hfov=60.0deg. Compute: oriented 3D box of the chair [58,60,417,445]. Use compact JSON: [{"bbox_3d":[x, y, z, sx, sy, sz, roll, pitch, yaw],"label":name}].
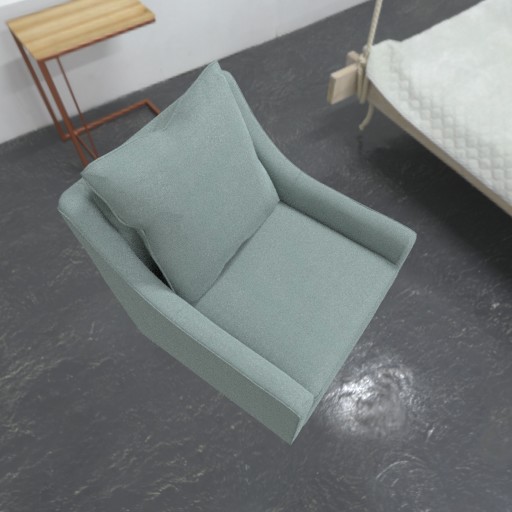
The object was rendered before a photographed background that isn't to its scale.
[{"bbox_3d":[0.000,0.000,1.551,0.870,0.926,0.760,32,64,18],"label":"chair"}]
